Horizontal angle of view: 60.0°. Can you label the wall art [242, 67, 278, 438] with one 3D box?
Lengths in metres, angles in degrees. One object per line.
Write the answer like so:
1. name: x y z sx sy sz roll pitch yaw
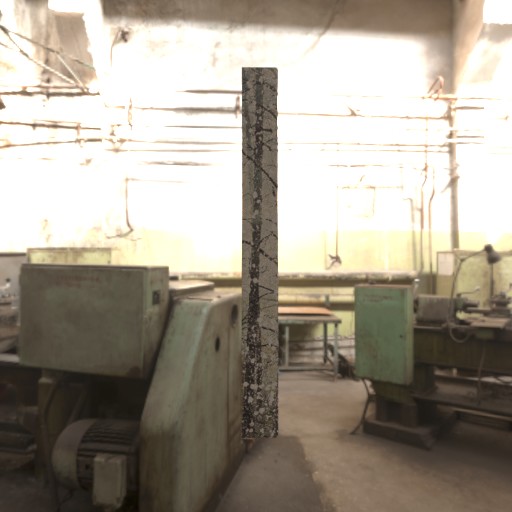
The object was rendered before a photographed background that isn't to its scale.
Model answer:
1. wall art: 0.000 0.000 0.782 0.042 0.398 0.618 0 -1 -1
